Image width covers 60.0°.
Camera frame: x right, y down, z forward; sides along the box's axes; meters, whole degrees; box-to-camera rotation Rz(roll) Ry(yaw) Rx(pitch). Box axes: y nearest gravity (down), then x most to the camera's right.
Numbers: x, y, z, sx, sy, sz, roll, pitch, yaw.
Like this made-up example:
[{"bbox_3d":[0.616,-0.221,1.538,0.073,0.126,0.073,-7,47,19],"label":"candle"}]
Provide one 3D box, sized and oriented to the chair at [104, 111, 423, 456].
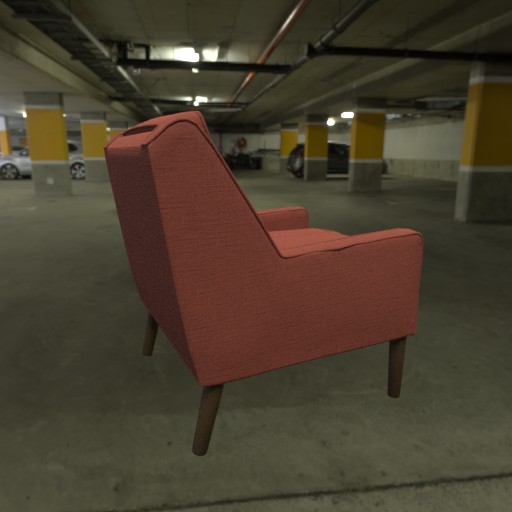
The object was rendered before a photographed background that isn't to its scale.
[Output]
[{"bbox_3d":[0.000,0.000,1.367,0.770,0.812,0.680,-6,14,-25],"label":"chair"}]
